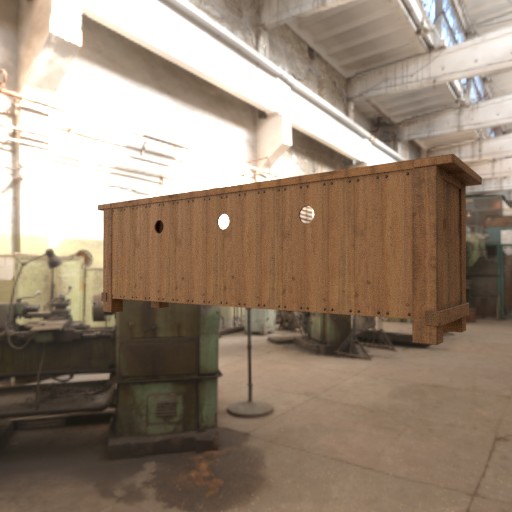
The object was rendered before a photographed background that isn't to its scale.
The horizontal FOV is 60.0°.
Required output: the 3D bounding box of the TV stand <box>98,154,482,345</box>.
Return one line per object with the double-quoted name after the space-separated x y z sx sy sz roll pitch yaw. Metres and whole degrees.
0.000 0.000 2.028 1.804 0.573 0.453 -1 -2 37 "TV stand"
